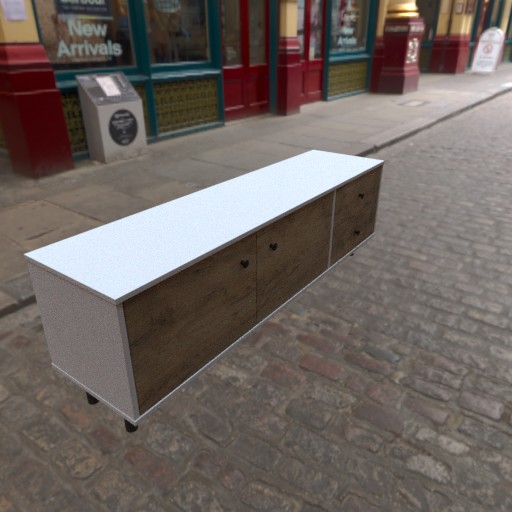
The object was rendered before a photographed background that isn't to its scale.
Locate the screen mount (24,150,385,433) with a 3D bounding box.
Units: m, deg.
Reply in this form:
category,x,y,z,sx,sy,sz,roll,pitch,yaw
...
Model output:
category,x,y,z,sx,sy,sz,roll,pitch,yaw
screen mount,0.000,0.000,1.808,0.418,0.520,1.600,18,31,32
